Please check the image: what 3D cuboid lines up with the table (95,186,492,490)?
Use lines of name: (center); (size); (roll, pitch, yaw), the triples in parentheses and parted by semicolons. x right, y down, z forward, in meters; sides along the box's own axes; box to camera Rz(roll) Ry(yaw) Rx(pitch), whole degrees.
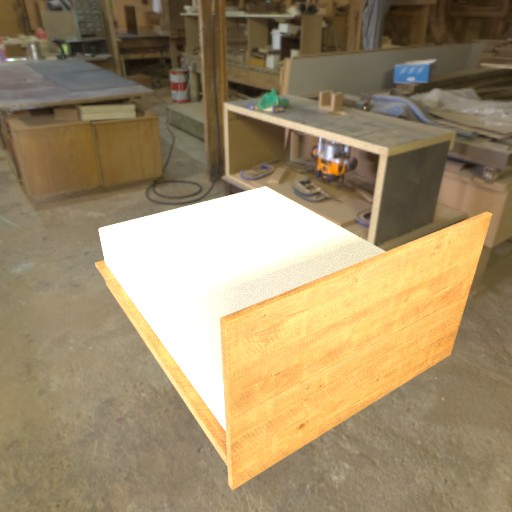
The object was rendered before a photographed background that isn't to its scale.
table: (0.000, 0.000, 3.071); (1.707, 1.041, 2.149); (-19, 35, -29)
